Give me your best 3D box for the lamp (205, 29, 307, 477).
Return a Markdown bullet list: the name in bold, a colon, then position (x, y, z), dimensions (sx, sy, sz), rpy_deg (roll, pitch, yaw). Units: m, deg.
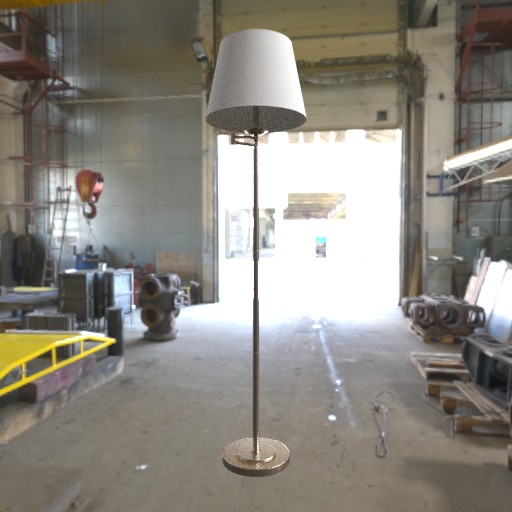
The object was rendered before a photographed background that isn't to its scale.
- **lamp**: position (0.000, 0.000, 1.580), dimensions (0.355, 1.473, 0.355), rpy_deg (0, 2, 0)
